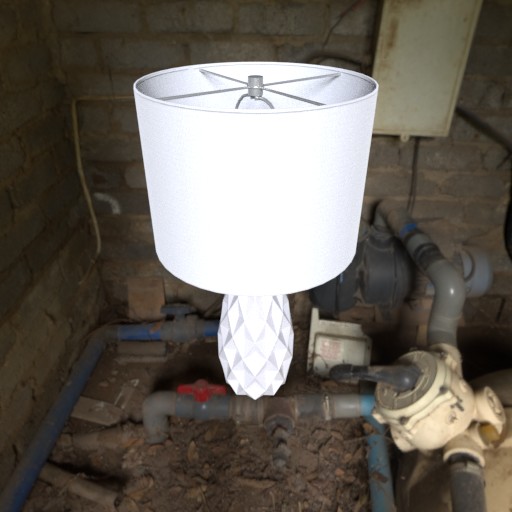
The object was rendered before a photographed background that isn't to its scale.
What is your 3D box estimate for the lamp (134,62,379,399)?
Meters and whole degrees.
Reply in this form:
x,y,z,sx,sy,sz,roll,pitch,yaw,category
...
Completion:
x,y,z,sx,sy,sz,roll,pitch,yaw,category
0.000,0.000,0.686,0.297,0.522,0.297,0,32,0,lamp
